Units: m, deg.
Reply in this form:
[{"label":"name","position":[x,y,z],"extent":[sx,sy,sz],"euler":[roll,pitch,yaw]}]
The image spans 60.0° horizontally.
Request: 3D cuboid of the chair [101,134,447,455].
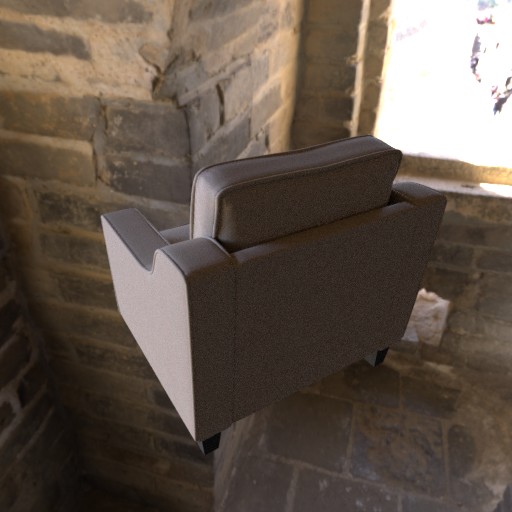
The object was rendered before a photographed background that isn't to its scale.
[{"label":"chair","position":[0.000,0.000,1.685],"extent":[0.922,0.948,0.882],"euler":[-17,35,-27]}]
